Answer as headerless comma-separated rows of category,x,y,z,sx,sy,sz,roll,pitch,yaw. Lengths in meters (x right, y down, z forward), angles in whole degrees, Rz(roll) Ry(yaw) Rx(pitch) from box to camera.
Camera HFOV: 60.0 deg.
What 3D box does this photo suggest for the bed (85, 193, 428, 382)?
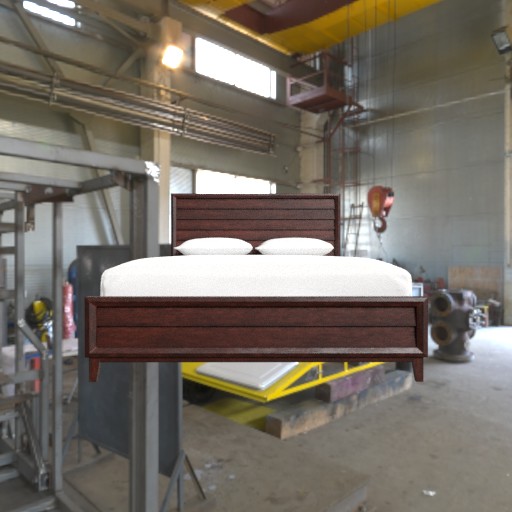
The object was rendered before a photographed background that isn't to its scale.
bed,0.000,0.000,4.027,2.040,1.492,2.803,0,0,0
